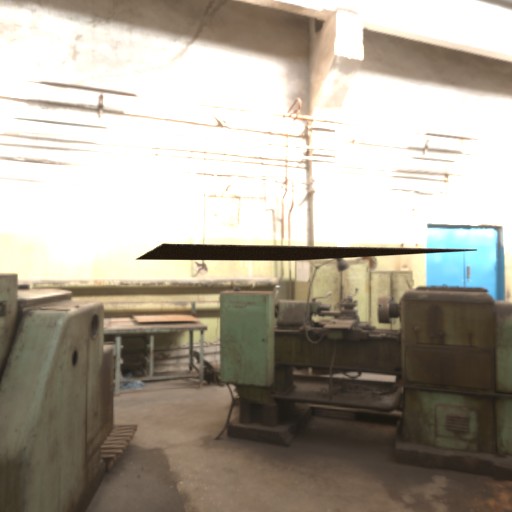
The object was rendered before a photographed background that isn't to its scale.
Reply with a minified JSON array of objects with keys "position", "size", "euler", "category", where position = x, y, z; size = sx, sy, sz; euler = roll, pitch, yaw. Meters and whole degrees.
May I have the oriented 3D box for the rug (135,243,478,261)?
[{"position":[0.000,0.000,3.115],"size":[1.546,0.010,2.442],"euler":[1,-2,-18],"category":"rug"}]
